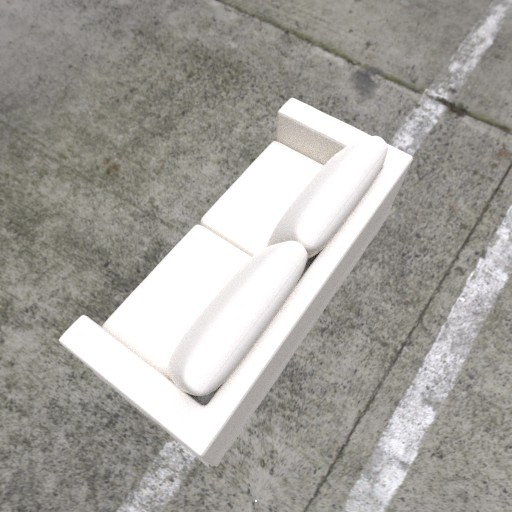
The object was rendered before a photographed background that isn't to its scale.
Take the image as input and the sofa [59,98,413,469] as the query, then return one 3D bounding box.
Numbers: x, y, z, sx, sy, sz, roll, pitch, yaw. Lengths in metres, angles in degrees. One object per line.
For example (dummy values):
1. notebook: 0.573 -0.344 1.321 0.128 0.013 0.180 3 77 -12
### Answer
1. sofa: 0.000 0.000 2.690 0.954 0.881 2.163 32 66 16
